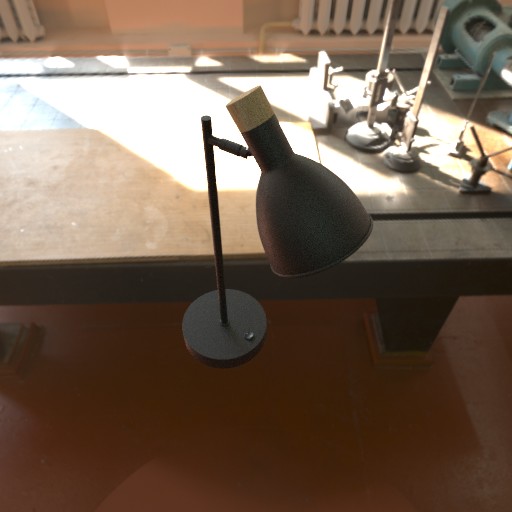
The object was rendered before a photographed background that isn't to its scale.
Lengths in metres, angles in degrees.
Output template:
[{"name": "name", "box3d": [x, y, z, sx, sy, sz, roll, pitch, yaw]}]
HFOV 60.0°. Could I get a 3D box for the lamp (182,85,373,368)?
[{"name": "lamp", "box3d": [0.000, 0.000, 0.610, 0.287, 0.483, 0.152, 26, 52, 22]}]
